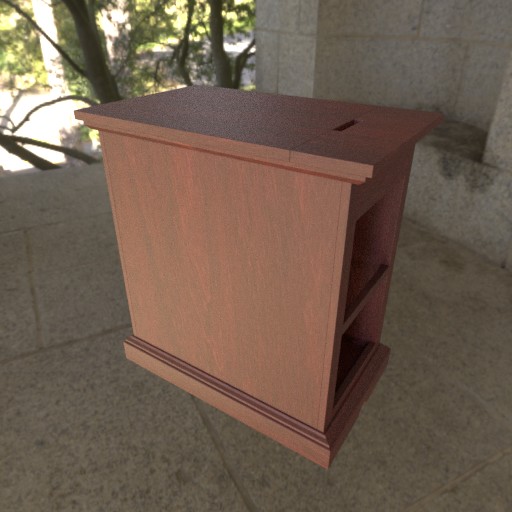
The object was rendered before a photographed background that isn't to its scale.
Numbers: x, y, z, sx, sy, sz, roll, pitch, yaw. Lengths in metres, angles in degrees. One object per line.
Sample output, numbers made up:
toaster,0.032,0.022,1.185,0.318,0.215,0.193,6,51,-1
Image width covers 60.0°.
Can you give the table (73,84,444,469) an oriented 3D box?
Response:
table,0.000,0.000,0.968,0.584,0.612,0.356,18,34,29
